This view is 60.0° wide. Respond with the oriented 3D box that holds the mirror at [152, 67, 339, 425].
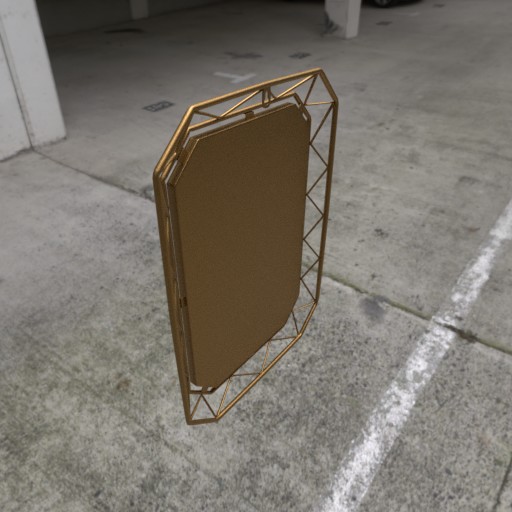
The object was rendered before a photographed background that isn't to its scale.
[{"bbox_3d":[0.000,0.000,0.749,0.042,0.566,0.417,23,40,31],"label":"mirror"}]
